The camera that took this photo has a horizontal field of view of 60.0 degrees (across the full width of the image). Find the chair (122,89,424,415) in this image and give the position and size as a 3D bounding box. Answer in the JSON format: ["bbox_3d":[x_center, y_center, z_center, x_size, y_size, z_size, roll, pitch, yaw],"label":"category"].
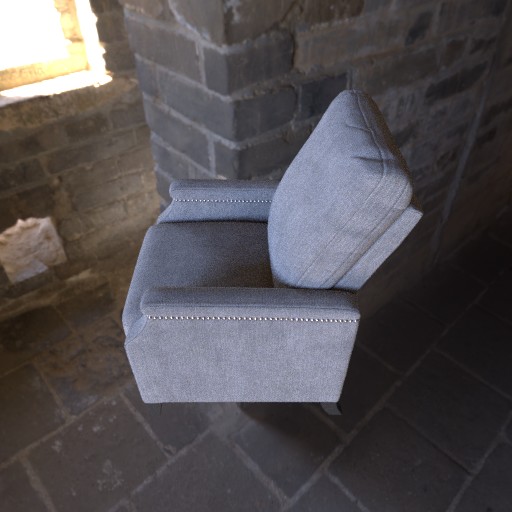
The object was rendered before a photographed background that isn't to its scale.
[{"bbox_3d":[0.000,0.000,1.632,0.922,1.049,0.710,0,42,0],"label":"chair"}]
